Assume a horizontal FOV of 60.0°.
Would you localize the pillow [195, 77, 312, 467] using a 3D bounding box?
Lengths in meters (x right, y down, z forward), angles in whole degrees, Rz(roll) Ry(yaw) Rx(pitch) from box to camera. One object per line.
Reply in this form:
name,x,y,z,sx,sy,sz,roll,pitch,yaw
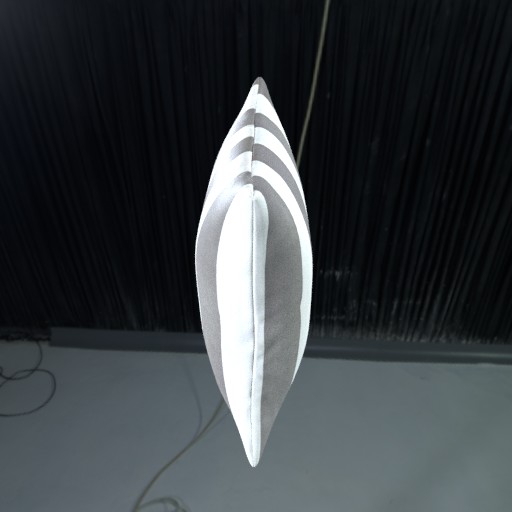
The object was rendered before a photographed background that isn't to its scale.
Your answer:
pillow,0.000,0.000,0.811,0.192,0.507,0.522,1,35,1
